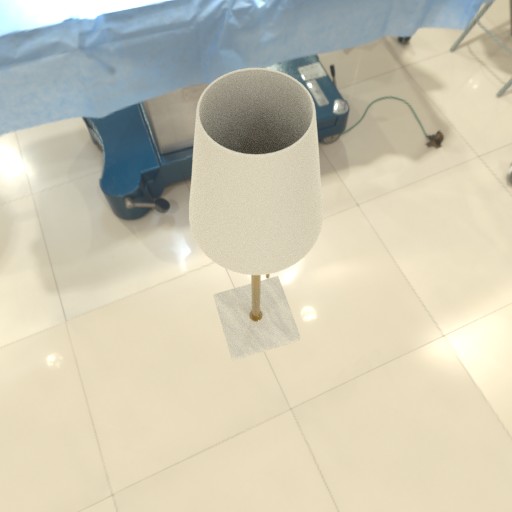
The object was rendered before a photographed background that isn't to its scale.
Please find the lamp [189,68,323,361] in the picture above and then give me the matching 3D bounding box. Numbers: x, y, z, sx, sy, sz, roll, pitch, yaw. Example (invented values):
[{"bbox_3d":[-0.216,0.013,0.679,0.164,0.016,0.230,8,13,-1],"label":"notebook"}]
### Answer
[{"bbox_3d":[0.000,0.000,0.717,0.181,0.639,0.181,-16,64,-8],"label":"lamp"}]
